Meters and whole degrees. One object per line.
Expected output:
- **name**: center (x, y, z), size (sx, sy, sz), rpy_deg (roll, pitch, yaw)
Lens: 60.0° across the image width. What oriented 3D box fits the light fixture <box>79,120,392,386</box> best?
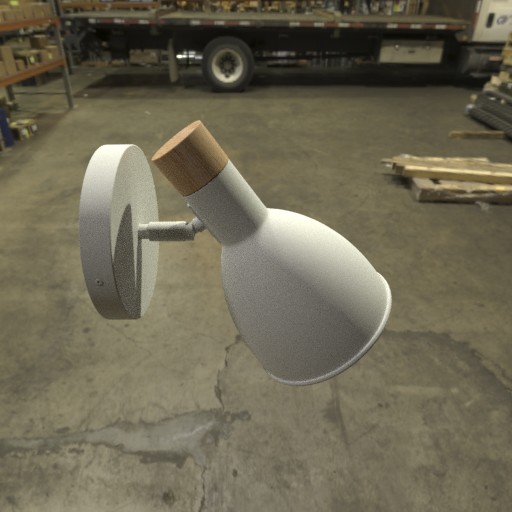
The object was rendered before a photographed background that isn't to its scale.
- **light fixture**: center (0.000, 0.000, 0.334), size (0.209, 0.199, 0.127), rpy_deg (0, 31, 0)
